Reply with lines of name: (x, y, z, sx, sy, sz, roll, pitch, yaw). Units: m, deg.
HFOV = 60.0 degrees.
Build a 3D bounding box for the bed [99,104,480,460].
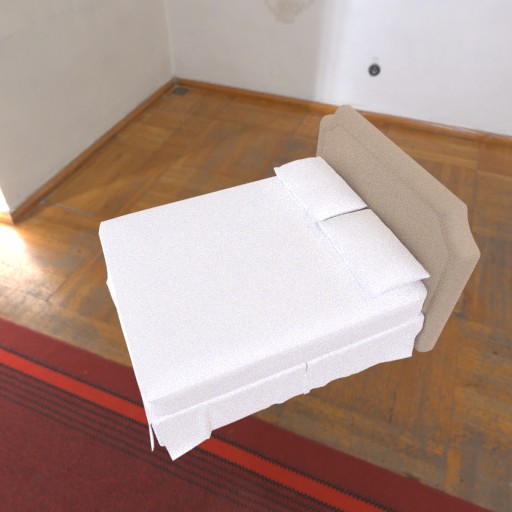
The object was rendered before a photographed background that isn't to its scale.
bed: (0.000, 0.000, 3.246, 2.204, 1.301, 1.828, -17, 49, -16)
